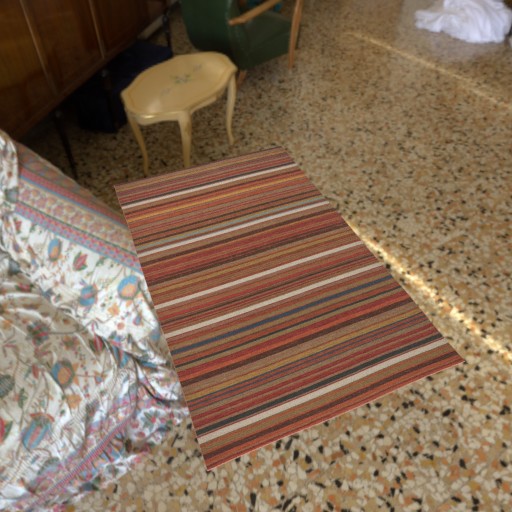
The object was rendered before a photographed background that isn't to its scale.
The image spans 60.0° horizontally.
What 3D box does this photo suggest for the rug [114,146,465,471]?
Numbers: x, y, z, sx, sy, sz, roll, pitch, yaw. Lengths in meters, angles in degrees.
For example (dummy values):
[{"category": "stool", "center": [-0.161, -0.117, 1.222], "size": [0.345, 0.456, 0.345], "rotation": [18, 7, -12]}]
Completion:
[{"category": "rug", "center": [0.000, 0.000, 3.068], "size": [1.523, 0.008, 2.438], "rotation": [-17, 48, -16]}]
